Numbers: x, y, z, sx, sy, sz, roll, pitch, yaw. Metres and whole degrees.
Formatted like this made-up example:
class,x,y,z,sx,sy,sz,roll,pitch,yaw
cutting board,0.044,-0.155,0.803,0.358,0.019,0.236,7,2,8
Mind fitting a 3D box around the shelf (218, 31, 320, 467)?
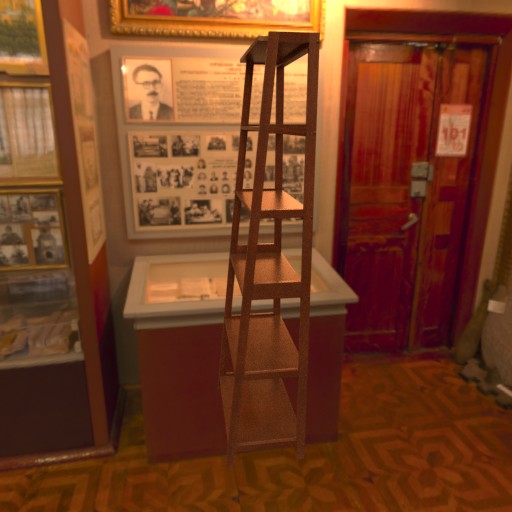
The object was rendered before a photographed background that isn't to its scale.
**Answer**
class,x,y,z,sx,sy,sz,roll,pitch,yaw
shelf,0.000,0.000,2.185,0.382,1.892,0.660,-2,17,-8
